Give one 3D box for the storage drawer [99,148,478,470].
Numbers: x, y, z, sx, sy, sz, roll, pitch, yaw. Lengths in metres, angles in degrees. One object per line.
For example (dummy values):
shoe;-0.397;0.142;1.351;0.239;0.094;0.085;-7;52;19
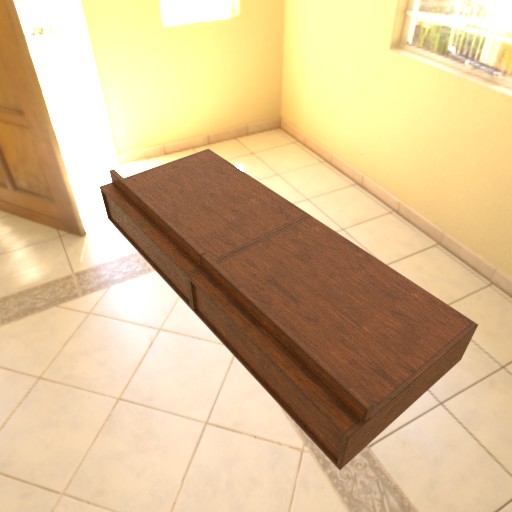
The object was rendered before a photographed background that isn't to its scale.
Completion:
storage drawer;0.000;0.000;2.211;0.774;0.339;1.914;-27;47;-28
